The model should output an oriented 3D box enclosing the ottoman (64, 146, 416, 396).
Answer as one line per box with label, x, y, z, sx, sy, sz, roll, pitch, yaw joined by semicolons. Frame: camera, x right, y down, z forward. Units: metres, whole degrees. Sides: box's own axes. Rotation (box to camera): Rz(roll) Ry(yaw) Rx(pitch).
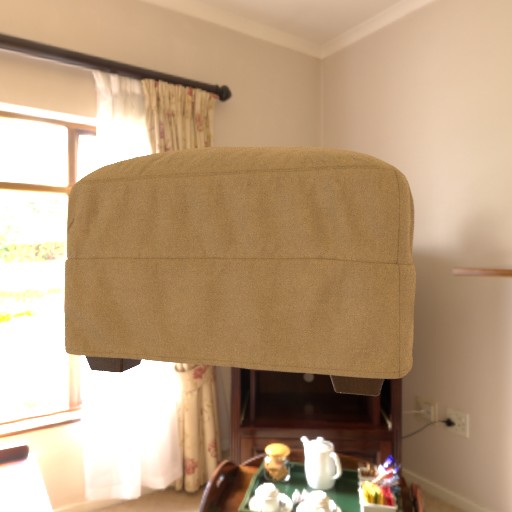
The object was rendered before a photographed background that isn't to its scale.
ottoman;0.000;0.000;1.065;0.712;0.480;0.584;0;0;17
